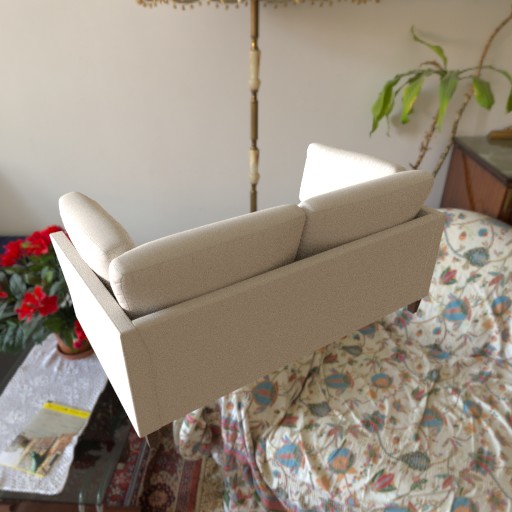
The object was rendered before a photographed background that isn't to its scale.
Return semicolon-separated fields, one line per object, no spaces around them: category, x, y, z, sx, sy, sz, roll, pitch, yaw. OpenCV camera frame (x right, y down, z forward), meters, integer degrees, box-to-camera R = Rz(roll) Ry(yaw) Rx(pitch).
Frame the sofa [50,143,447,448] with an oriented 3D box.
sofa;0.000;0.000;2.313;1.776;0.836;0.970;-18;34;-29
